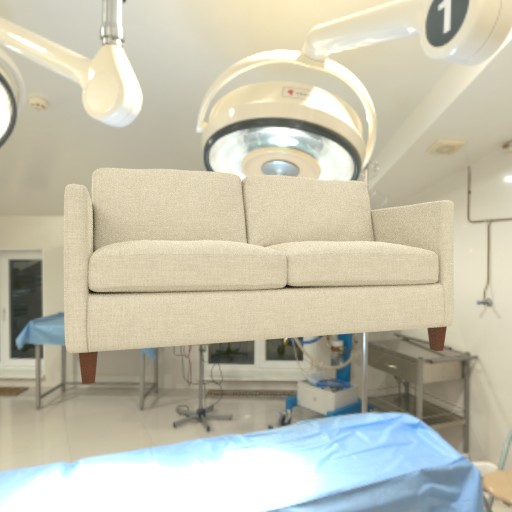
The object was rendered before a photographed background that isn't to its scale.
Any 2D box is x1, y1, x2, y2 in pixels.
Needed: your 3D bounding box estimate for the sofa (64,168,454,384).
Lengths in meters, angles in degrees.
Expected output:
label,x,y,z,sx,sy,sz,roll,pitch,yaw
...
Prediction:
label,x,y,z,sx,sy,sz,roll,pitch,yaw
sofa,0.000,0.000,2.376,1.838,0.963,0.950,0,1,-19
